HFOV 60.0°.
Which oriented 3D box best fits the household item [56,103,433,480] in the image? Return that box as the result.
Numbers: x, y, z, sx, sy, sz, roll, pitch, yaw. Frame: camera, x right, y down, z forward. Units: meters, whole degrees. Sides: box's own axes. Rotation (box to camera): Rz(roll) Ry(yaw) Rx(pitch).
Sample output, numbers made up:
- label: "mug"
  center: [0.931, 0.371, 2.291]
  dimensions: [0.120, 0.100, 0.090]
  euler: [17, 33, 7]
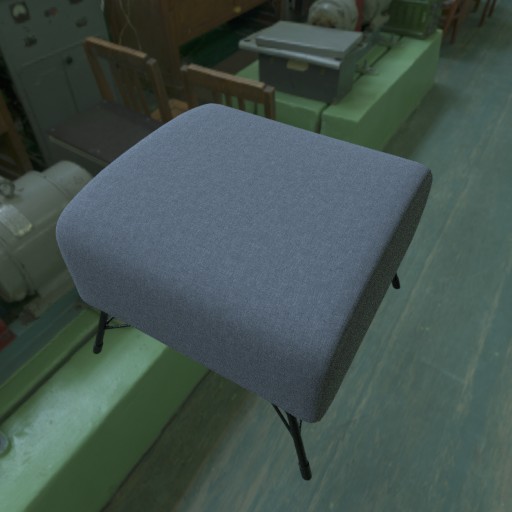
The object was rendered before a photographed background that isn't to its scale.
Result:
- label: "household item"
  center: [0.000, 0.000, 0.892]
  dimensions: [0.530, 0.410, 0.530]
  euler: [23, 50, 20]
